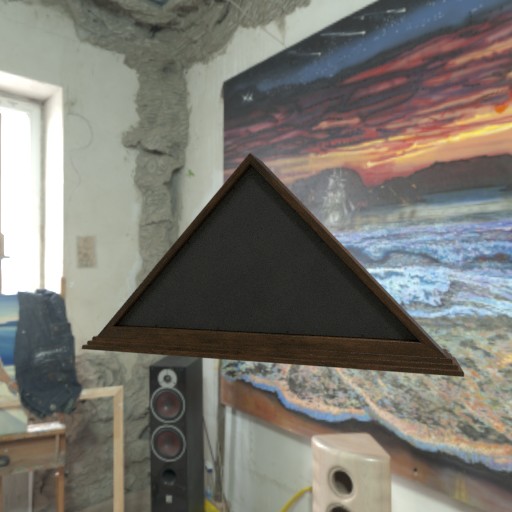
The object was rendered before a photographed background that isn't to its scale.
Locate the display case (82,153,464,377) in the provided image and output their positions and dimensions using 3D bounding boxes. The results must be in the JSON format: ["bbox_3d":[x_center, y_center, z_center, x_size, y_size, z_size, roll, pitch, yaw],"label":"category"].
[{"bbox_3d":[0.000,0.000,0.762,0.640,0.340,0.095,0,-1,18],"label":"display case"}]
